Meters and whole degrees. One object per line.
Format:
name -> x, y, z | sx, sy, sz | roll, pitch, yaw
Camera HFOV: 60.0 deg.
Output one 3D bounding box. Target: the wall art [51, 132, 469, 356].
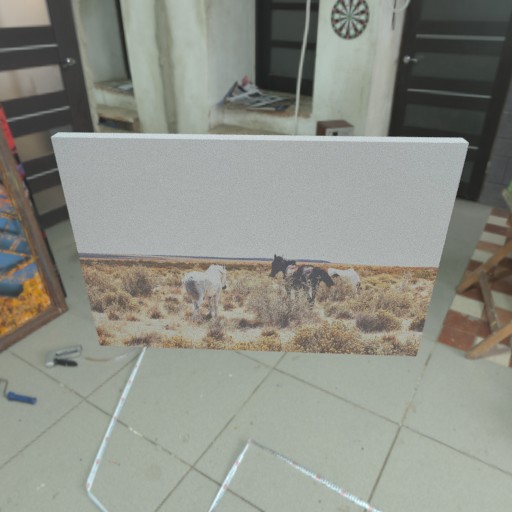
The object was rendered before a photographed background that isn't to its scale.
wall art -> 0.000, 0.000, 1.418 | 1.138, 0.761, 0.051 | 1, 30, 2
